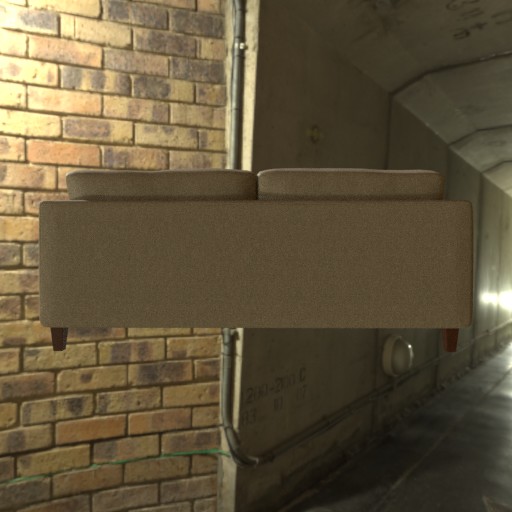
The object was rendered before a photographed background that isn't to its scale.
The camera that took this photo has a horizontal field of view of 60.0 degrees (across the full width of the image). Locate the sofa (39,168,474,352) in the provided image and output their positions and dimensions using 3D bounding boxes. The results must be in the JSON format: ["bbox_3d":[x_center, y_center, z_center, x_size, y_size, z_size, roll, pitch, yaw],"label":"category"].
[{"bbox_3d":[0.000,0.000,2.681,2.208,0.963,0.956,0,0,1],"label":"sofa"}]
